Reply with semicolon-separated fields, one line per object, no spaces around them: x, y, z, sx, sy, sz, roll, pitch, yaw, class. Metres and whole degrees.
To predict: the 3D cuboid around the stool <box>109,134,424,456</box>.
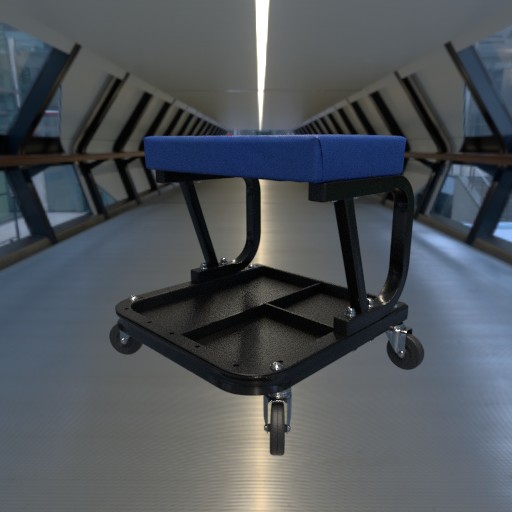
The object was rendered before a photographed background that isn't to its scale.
0.000;0.000;0.725;0.446;0.380;0.371;14;20;43;stool
